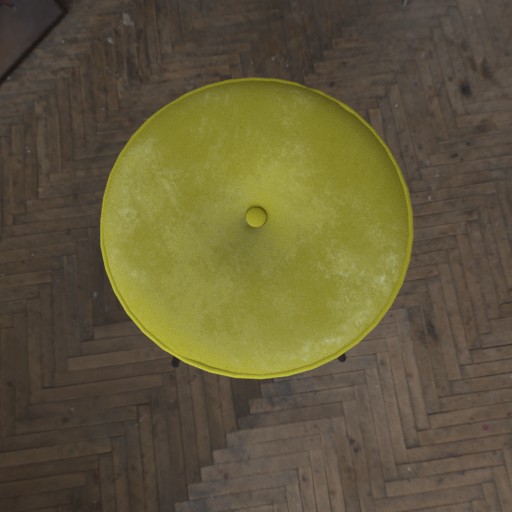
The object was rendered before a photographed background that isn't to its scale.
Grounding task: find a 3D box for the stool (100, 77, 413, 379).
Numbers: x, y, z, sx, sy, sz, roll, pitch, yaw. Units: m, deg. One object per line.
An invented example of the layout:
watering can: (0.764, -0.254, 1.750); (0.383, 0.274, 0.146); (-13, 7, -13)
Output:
stool: (0.000, 0.000, 0.807); (0.409, 0.508, 0.409); (-2, 78, 0)
